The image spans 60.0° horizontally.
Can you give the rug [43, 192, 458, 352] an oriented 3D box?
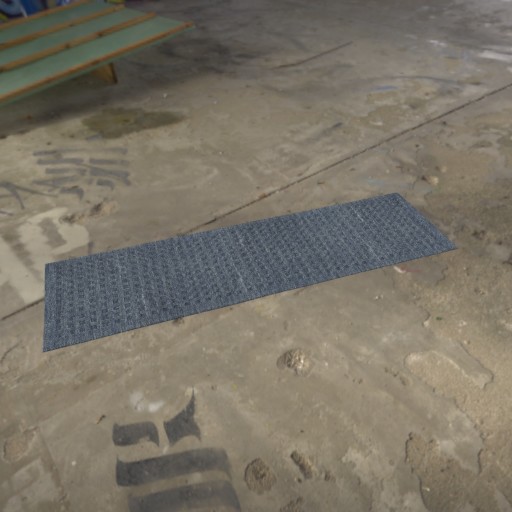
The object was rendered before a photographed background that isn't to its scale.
[{"bbox_3d":[0.000,0.000,2.714,2.443,0.008,0.688,-13,42,-14],"label":"rug"}]
